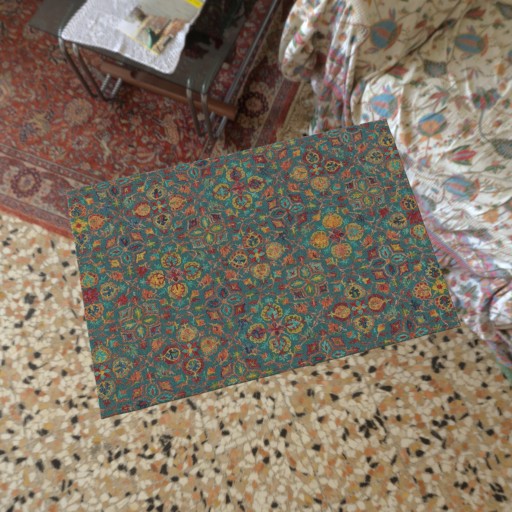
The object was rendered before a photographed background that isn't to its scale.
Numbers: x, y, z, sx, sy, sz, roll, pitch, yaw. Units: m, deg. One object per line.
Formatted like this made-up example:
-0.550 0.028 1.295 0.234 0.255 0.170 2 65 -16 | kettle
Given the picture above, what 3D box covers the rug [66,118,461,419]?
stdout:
0.000 0.000 2.328 1.836 0.014 1.216 -14 76 -3 | rug
